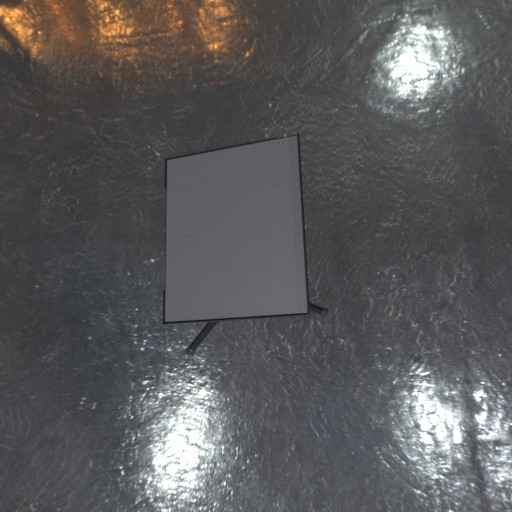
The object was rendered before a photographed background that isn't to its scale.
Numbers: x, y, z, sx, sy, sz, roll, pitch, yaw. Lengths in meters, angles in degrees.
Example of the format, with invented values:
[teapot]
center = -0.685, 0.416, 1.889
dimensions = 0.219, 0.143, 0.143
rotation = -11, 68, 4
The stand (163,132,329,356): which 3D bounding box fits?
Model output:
[stand]
center = 0.000, 0.000, 1.655
dimensions = 0.702, 1.198, 0.702
rotation = -2, 77, 0
